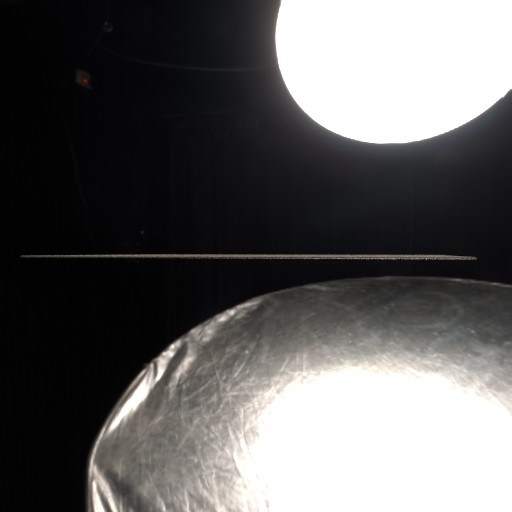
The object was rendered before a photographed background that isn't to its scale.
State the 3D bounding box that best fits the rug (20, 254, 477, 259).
[{"bbox_3d":[0.000,0.000,2.963,2.438,0.008,1.523,0,1,17],"label":"rug"}]
